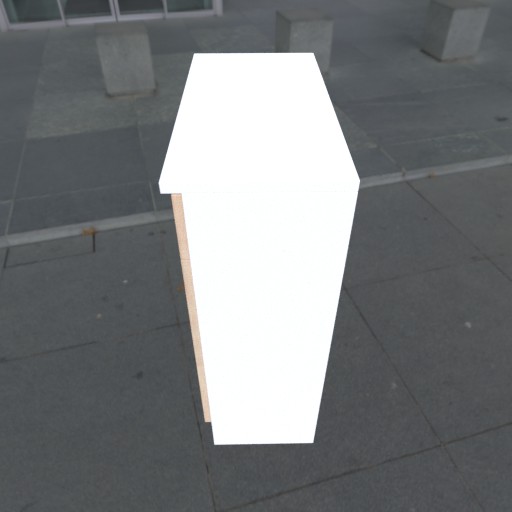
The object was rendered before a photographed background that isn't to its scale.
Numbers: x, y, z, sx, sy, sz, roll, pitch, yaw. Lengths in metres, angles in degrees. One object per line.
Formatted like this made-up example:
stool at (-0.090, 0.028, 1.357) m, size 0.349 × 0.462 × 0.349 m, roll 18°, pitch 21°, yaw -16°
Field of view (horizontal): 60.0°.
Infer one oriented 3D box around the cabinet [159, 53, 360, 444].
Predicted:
cabinet at (0.000, 0.000, 1.144) m, size 0.296 × 0.815 × 0.600 m, roll -1°, pitch 41°, yaw -1°
